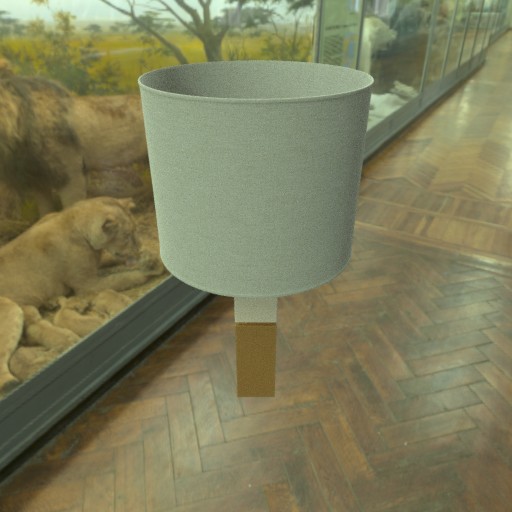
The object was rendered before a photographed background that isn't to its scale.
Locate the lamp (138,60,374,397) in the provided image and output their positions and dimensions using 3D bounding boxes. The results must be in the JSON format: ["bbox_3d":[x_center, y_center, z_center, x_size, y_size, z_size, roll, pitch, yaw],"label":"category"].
[{"bbox_3d":[0.000,0.000,0.547,0.229,0.417,0.229,0,31,0],"label":"lamp"}]
